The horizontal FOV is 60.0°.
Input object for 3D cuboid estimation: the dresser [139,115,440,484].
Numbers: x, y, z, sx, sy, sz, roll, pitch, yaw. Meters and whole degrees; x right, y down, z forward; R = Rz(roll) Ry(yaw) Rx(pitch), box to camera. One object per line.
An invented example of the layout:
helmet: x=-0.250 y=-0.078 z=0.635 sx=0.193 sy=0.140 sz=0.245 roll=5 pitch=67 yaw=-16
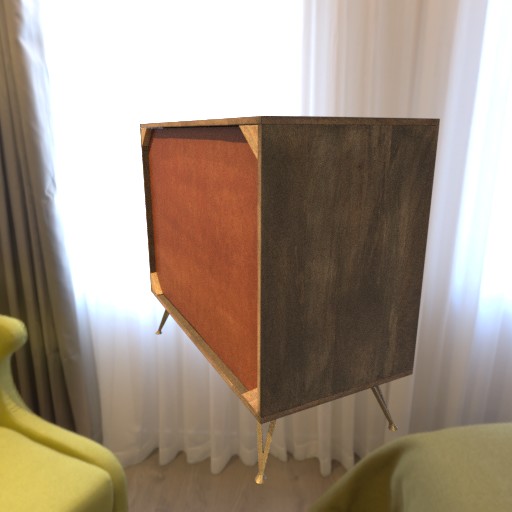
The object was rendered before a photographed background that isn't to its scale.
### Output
dresser: x=0.000 y=0.000 z=1.381 sx=0.453 sy=0.801 sz=0.923 roll=-8 pitch=18 yaw=-26
